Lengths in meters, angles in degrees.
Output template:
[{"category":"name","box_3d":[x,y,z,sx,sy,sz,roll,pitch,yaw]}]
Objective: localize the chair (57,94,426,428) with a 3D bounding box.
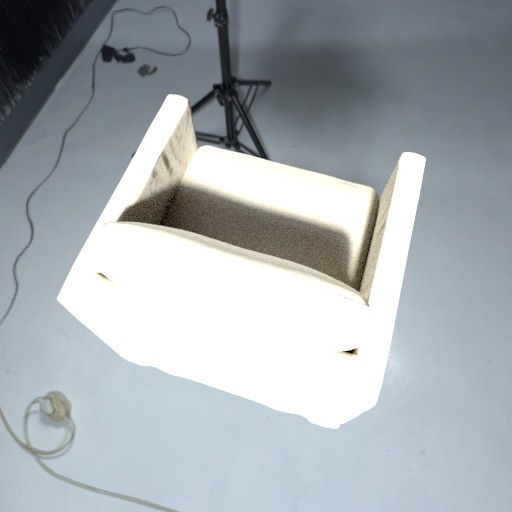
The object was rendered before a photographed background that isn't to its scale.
[{"category":"chair","box_3d":[0.000,0.000,1.738,1.057,0.867,0.949,16,65,8]}]
